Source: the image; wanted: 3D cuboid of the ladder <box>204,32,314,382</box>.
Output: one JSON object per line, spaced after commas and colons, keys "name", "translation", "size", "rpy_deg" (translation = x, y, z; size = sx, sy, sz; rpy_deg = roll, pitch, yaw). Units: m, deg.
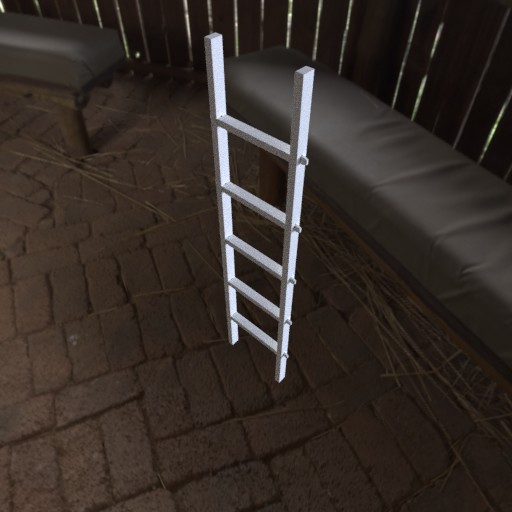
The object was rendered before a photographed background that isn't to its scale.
{"name": "ladder", "translation": [0.000, 0.000, 1.992], "size": [0.452, 1.797, 0.051], "rpy_deg": [33, 55, 27]}
